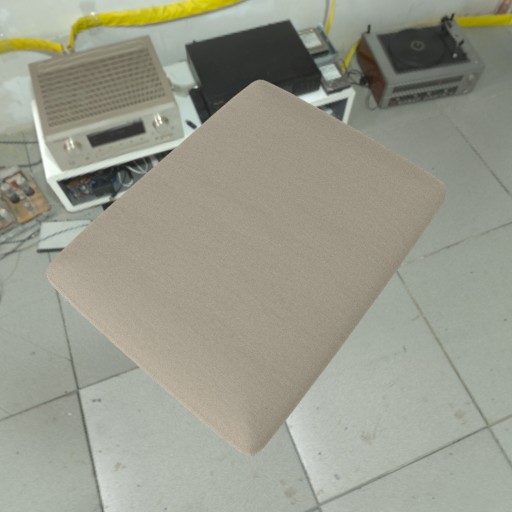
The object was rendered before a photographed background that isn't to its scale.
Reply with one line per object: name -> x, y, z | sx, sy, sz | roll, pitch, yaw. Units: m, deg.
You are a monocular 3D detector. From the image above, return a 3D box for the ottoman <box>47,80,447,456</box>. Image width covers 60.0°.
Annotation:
ottoman -> 0.000, 0.000, 1.130 | 0.606, 0.420, 0.771 | 36, 69, 16
